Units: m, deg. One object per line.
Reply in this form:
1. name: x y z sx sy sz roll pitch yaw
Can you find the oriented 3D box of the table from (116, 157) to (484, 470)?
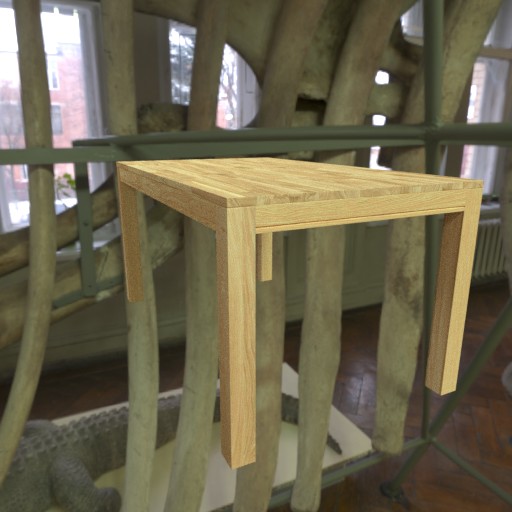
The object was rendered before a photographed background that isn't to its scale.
1. table: 0.000 0.000 1.988 0.900 0.770 1.500 -8 17 -25
